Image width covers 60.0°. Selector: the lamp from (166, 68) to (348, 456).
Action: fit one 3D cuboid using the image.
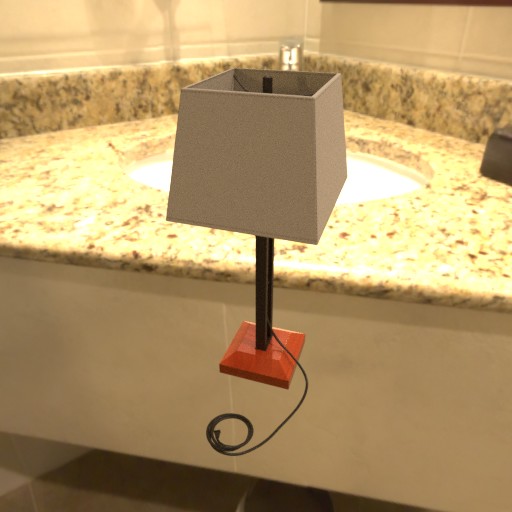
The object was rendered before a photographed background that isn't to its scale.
[{"bbox_3d":[0.000,0.000,0.991,0.310,0.737,0.498,10,33,16],"label":"lamp"}]
